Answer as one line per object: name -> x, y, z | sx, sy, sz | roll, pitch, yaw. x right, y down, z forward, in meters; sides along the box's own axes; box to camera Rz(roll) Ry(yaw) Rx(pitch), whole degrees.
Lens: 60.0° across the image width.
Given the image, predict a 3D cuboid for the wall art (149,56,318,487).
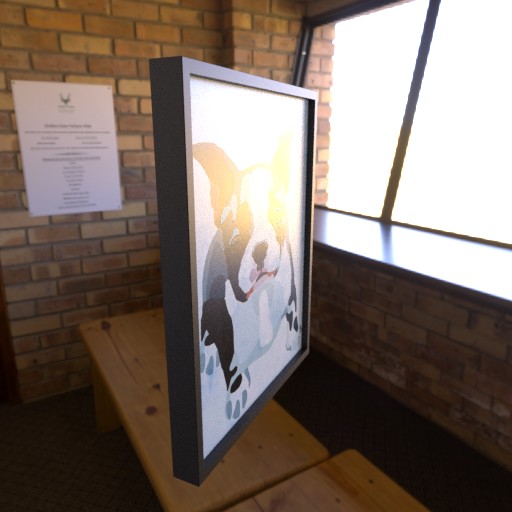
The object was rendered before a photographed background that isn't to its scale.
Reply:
wall art -> 0.000, 0.000, 0.496 | 0.030, 0.369, 0.294 | 7, 17, 26
